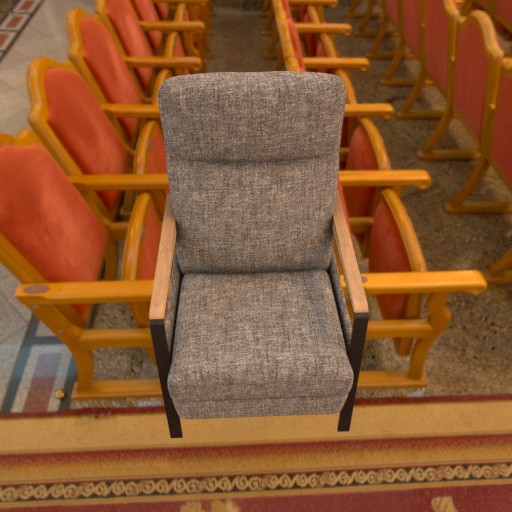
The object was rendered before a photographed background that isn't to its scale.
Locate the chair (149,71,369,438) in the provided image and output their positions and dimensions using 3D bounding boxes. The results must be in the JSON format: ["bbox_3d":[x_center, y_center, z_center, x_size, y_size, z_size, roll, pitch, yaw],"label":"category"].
[{"bbox_3d":[0.000,0.000,1.578,0.671,1.042,0.868,-2,47,-2],"label":"chair"}]
